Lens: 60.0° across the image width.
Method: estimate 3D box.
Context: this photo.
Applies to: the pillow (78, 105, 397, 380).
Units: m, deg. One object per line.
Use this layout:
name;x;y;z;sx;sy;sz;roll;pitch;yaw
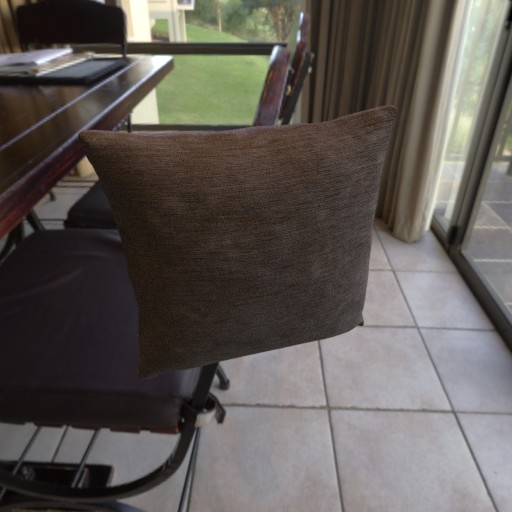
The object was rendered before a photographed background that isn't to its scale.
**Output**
pillow;0.000;0.000;0.709;0.452;0.439;0.204;-10;34;-15
